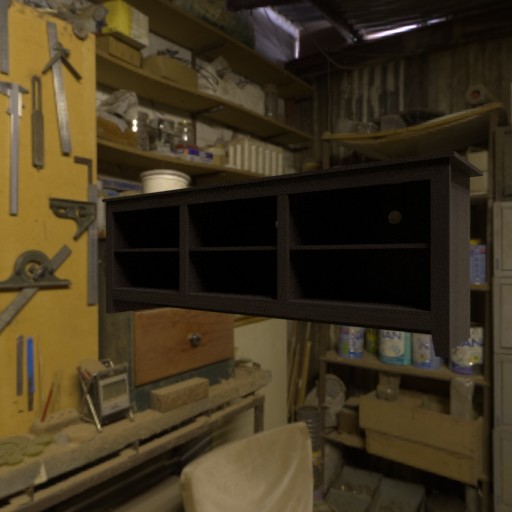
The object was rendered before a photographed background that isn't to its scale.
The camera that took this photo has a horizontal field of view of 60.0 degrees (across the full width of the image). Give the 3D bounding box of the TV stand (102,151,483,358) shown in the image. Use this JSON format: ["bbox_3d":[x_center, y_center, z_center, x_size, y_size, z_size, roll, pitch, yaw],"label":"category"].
[{"bbox_3d":[0.000,0.000,1.998,1.778,0.610,0.406,0,0,38],"label":"TV stand"}]
